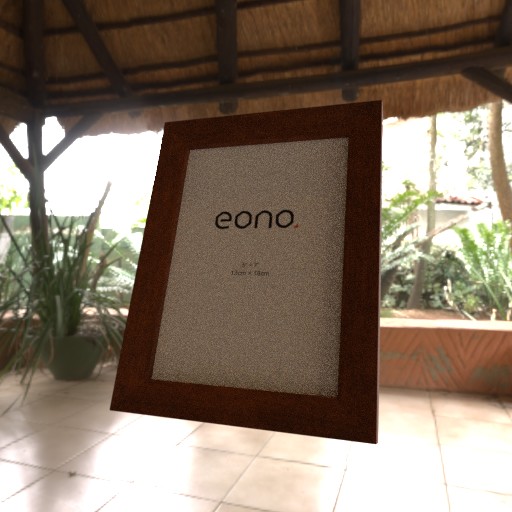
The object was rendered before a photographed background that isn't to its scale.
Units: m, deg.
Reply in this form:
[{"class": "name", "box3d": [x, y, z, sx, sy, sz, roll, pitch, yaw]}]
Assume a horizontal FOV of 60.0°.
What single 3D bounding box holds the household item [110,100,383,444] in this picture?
[{"class": "household item", "box3d": [0.000, 0.000, 0.295, 0.160, 0.204, 0.096, 0, 0, 18]}]
